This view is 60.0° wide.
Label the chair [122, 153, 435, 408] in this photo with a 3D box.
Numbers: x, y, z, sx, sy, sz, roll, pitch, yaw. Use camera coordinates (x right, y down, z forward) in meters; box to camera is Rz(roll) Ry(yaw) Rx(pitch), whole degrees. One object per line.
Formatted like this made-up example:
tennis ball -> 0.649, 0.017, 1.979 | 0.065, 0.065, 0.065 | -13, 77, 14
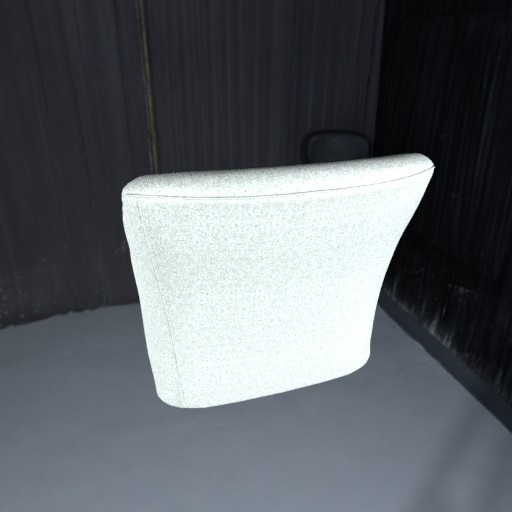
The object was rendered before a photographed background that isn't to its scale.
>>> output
chair -> 0.000, 0.000, 1.574 | 0.864, 0.856, 0.923 | -8, 27, -16
